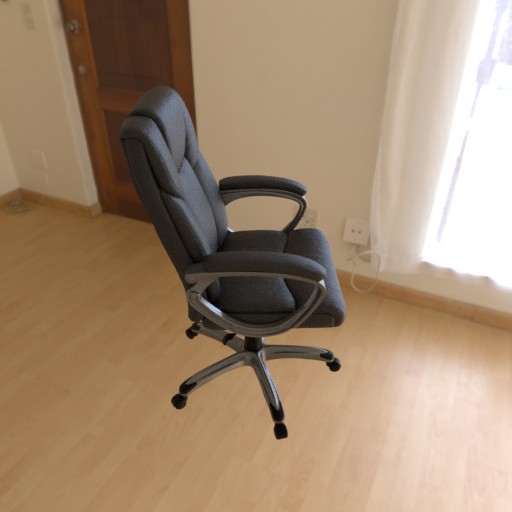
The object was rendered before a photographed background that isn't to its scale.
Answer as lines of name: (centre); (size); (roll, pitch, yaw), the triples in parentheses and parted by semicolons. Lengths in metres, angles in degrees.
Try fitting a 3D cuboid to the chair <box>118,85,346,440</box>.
chair: (0.000, 0.000, 1.599); (0.719, 1.130, 0.721); (1, 32, 1)
